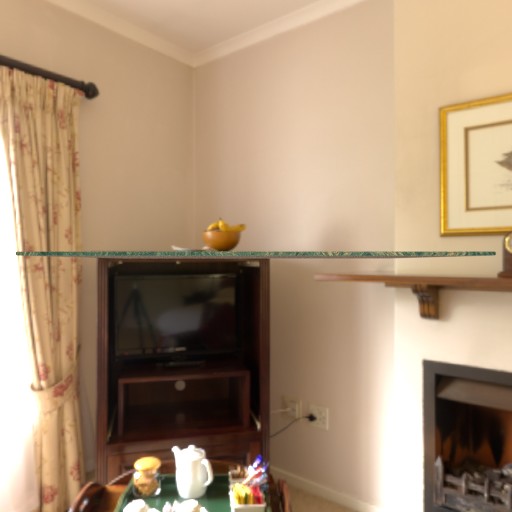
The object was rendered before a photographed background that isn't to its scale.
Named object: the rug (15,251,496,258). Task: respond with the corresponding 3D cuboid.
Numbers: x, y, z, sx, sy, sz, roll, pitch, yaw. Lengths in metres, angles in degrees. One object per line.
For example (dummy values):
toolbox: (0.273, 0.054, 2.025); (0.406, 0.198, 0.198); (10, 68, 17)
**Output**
rug: (0.000, 0.000, 4.161); (3.217, 0.027, 2.405); (0, -1, 0)
